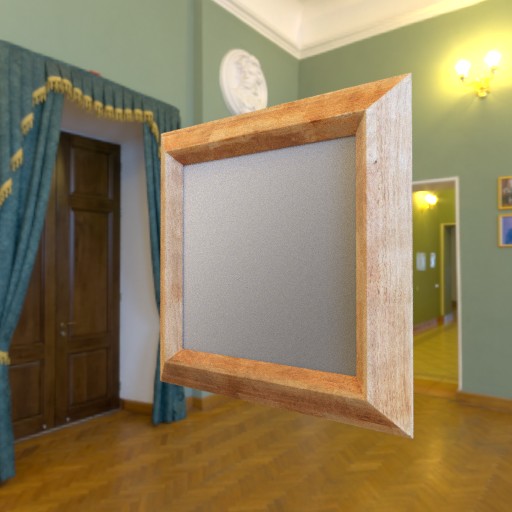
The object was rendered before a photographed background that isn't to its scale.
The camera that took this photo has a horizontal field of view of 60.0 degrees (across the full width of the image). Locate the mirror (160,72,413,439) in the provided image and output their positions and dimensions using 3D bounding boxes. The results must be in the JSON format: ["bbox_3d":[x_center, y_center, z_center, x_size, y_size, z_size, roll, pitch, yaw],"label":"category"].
[{"bbox_3d":[0.000,0.000,0.958,0.651,0.651,0.047,-1,-1,36],"label":"mirror"}]
